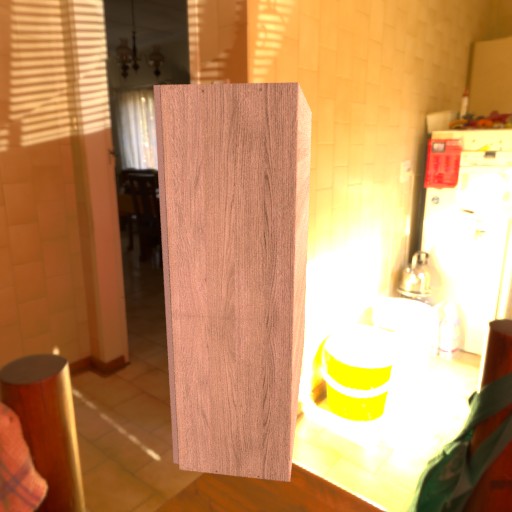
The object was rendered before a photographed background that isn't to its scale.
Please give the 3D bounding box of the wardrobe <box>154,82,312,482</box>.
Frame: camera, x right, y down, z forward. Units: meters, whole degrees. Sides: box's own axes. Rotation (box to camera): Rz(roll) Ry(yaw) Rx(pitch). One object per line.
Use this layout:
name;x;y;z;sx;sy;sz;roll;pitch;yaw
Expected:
wardrobe;0.000;0.000;2.968;0.629;1.960;1.780;2;14;8
